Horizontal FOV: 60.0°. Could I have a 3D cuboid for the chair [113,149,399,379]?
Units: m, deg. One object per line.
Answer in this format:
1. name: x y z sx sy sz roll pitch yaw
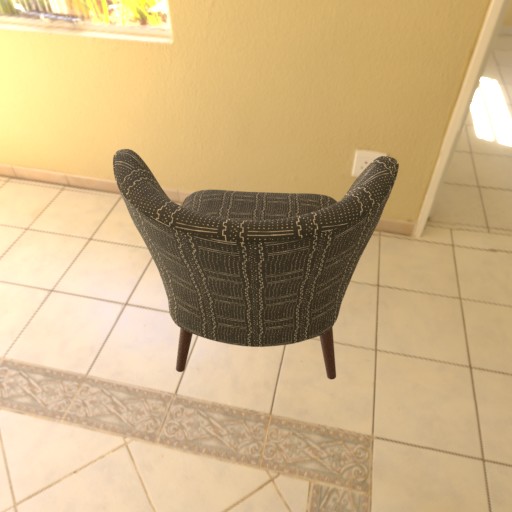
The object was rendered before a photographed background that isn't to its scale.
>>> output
1. chair: 0.000 0.000 1.415 0.710 0.866 0.758 2 45 2
